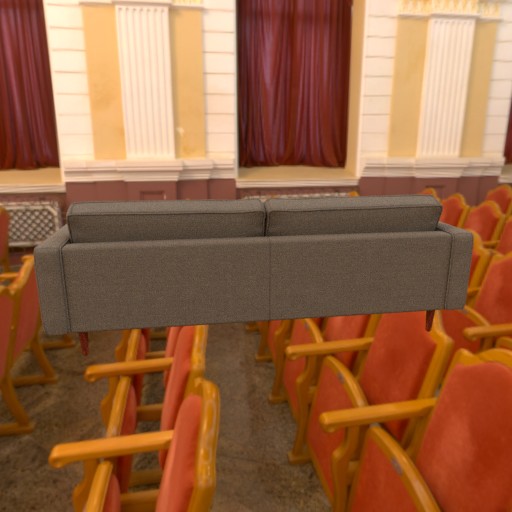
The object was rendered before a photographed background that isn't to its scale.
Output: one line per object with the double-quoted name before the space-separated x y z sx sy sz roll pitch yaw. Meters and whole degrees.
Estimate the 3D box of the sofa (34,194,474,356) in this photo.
"sofa" 0.000 0.000 2.639 2.198 0.762 0.914 -2 15 -9
